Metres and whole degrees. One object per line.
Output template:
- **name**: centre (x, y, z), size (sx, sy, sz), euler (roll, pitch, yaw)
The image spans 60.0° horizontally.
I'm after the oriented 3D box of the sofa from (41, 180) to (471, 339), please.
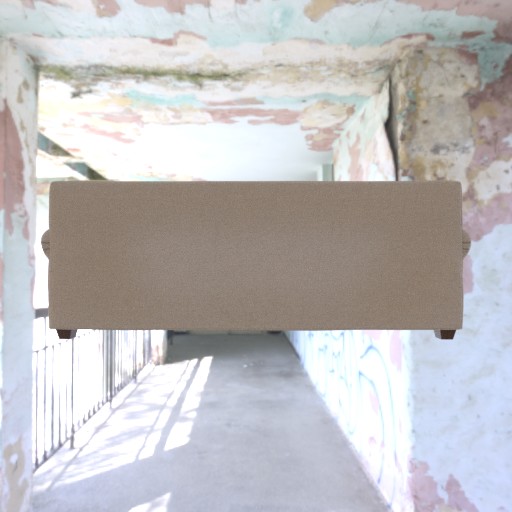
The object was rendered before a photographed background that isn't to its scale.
- **sofa**: centre (0.000, 0.000, 2.813), size (2.285, 0.904, 1.067), euler (0, -2, 0)
